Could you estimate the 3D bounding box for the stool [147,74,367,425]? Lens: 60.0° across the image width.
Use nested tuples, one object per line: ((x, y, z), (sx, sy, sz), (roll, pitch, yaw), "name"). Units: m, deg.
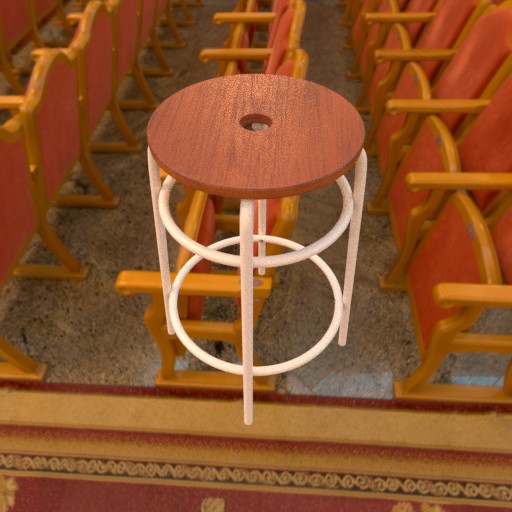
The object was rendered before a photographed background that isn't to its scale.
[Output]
((0.000, 0.000, 0.910), (0.455, 0.610, 0.455), (3, 47, 3), "stool")
